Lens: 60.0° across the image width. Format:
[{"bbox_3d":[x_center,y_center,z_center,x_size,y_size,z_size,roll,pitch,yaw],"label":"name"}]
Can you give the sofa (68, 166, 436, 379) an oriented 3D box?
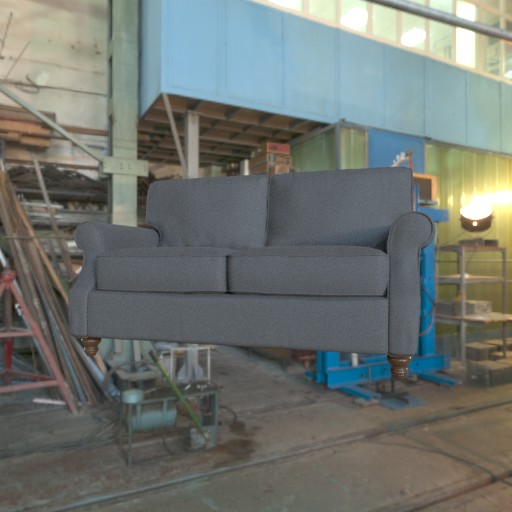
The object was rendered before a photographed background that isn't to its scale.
[{"bbox_3d":[0.000,0.000,2.249,1.665,0.937,0.964,0,-1,17],"label":"sofa"}]
